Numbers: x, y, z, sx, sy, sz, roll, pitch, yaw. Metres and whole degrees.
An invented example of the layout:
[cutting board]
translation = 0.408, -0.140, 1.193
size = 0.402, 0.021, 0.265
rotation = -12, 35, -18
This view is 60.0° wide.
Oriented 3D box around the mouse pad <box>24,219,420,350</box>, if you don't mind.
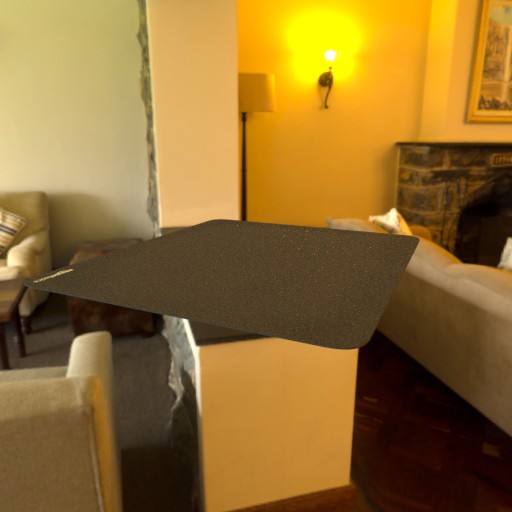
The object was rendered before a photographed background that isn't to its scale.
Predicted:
[mouse pad]
translation = 0.000, 0.000, 0.617
size = 0.393, 0.002, 0.451
rotation = 7, 17, 24
